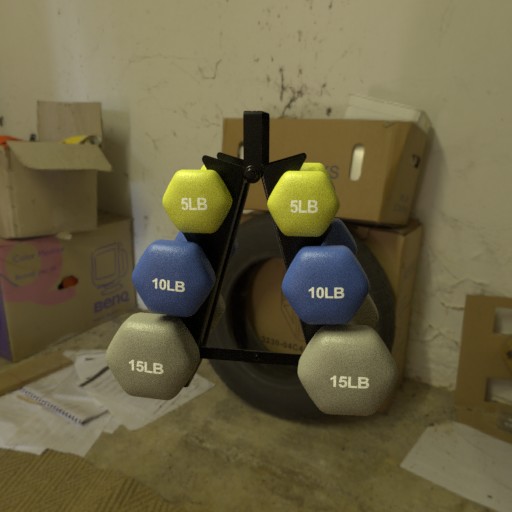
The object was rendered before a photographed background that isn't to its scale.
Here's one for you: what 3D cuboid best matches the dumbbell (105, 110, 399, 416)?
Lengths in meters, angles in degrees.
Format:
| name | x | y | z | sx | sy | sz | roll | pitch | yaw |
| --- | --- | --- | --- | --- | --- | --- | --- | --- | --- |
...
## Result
| name | x | y | z | sx | sy | sz | roll | pitch | yaw |
| --- | --- | --- | --- | --- | --- | --- | --- | --- | --- |
| dumbbell | 0.000 | 0.000 | 0.689 | 0.416 | 0.426 | 0.261 | 2 | 16 | 8 |
